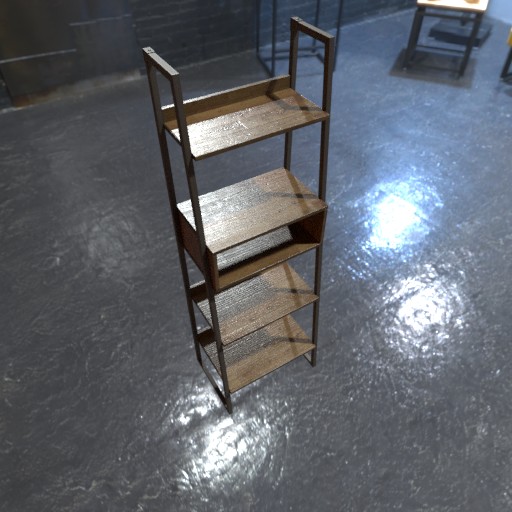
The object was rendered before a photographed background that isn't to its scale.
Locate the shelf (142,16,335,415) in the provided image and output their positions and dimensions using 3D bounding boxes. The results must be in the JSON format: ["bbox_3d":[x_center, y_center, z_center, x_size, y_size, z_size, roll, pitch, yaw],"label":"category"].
[{"bbox_3d":[0.000,0.000,2.232,0.652,2.005,0.454,-23,50,-21],"label":"shelf"}]
